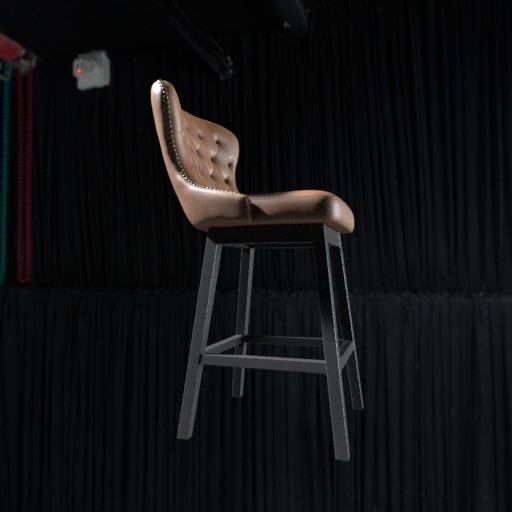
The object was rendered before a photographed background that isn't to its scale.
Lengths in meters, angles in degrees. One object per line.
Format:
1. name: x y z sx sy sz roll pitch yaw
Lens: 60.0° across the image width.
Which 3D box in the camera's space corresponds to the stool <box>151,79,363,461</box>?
1. stool: 0.000 0.000 1.338 0.593 0.971 0.528 -1 -2 18
